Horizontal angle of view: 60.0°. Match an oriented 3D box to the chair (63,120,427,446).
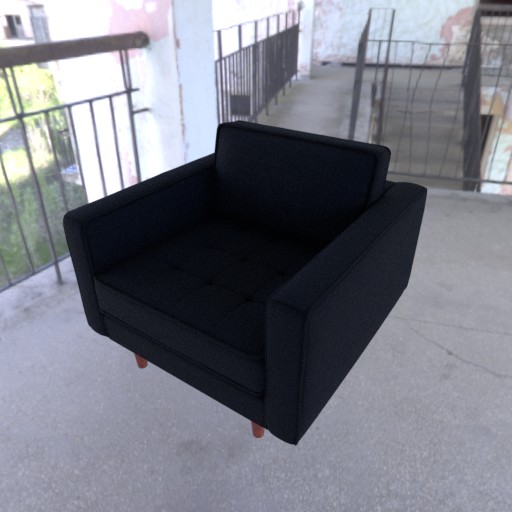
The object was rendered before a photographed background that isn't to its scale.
[{"bbox_3d":[0.000,0.000,1.580,0.899,0.770,0.920,20,36,29],"label":"chair"}]
